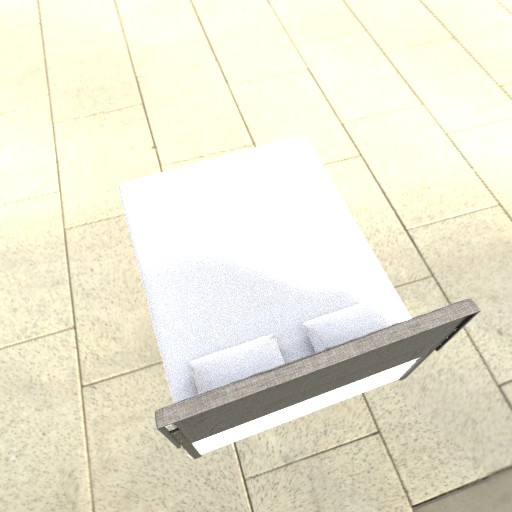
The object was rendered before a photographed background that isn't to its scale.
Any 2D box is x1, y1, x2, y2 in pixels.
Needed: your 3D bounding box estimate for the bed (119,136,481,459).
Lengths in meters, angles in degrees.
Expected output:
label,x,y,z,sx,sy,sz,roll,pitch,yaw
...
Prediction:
label,x,y,z,sx,sy,sz,roll,pitch,yaw
bed,0.000,0.000,2.945,1.621,1.168,1.958,-17,60,-10
